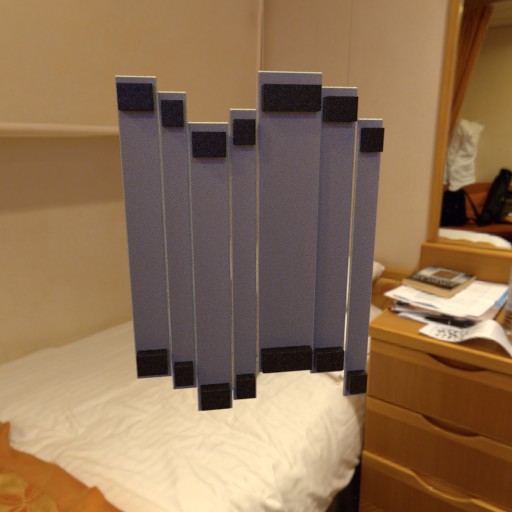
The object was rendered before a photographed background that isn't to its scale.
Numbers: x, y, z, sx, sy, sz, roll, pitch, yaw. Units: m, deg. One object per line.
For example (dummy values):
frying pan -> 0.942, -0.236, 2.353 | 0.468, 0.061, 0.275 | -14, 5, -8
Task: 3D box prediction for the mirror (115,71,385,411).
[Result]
mirror -> 0.000, 0.000, 0.786 | 0.445, 0.611, 0.058 | -2, 14, -9
